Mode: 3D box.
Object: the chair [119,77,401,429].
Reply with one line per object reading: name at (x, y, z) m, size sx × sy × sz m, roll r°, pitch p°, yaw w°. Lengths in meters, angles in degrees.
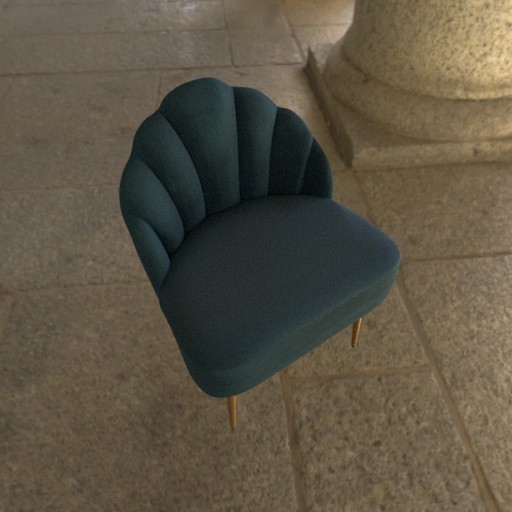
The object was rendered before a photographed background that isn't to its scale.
chair at (0.000, 0.000, 1.279) m, size 0.657 × 0.819 × 0.599 m, roll -27°, pitch 53°, yaw -23°
